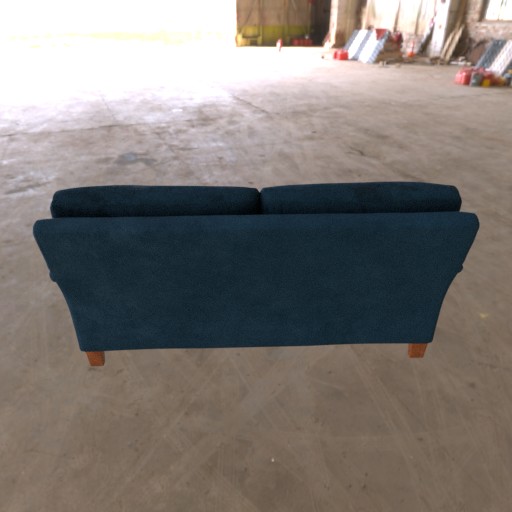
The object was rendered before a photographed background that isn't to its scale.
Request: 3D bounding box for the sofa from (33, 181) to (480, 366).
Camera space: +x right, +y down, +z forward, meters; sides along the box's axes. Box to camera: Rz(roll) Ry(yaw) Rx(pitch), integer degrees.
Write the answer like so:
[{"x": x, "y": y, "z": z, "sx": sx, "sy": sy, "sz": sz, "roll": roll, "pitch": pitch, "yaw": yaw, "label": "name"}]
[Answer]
[{"x": 0.000, "y": 0.000, "z": 2.692, "sx": 2.141, "sy": 1.101, "sz": 1.084, "roll": -1, "pitch": 29, "yaw": -2, "label": "sofa"}]
